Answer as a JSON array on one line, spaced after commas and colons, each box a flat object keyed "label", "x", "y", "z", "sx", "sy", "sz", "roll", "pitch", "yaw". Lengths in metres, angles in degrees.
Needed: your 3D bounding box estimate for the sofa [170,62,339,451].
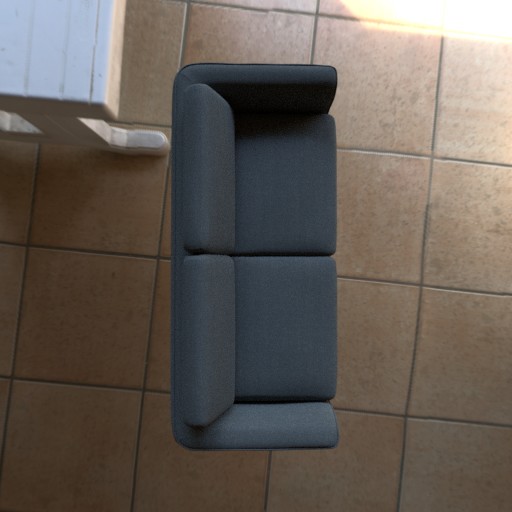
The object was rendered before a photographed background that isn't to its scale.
[{"label": "sofa", "x": 0.000, "y": 0.000, "z": 2.464, "sx": 0.920, "sy": 0.850, "sz": 2.000, "roll": 0, "pitch": 89, "yaw": -1}]
